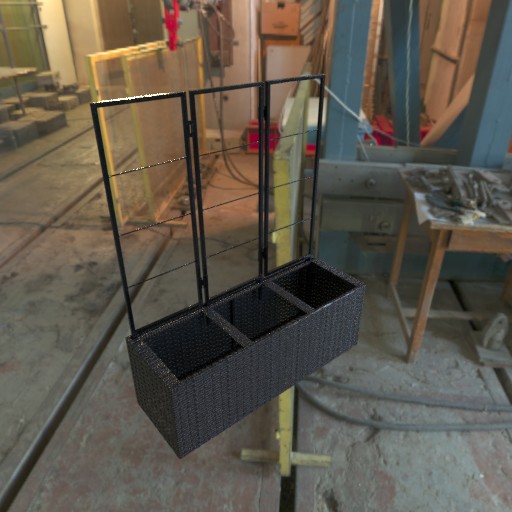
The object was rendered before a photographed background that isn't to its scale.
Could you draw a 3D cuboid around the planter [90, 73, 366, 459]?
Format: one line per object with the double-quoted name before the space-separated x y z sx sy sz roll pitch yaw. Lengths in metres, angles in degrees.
"planter" 0.000 0.000 1.193 0.699 0.841 0.244 -22 36 -33
